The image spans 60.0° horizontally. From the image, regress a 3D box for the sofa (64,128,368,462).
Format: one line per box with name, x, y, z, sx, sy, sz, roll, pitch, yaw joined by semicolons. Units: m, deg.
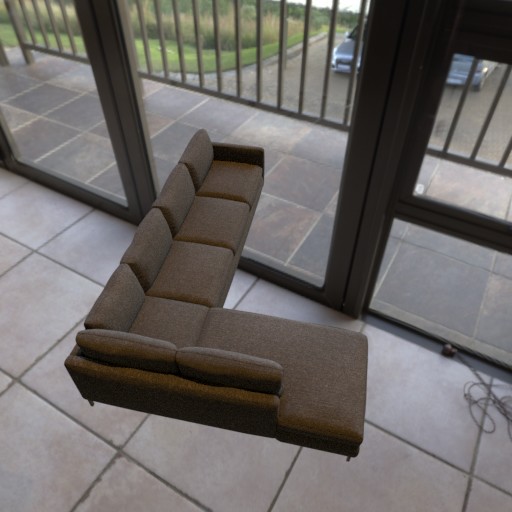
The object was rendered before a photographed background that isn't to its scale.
sofa;0.000;0.000;3.909;2.007;0.815;2.949;8;46;8
